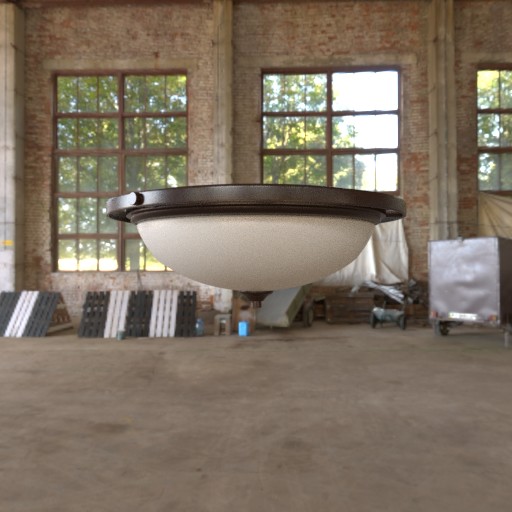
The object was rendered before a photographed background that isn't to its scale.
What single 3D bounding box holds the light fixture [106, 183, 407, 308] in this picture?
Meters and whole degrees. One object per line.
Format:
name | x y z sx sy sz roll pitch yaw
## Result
light fixture | 0.000 0.000 0.562 0.361 0.130 0.361 0 0 0
